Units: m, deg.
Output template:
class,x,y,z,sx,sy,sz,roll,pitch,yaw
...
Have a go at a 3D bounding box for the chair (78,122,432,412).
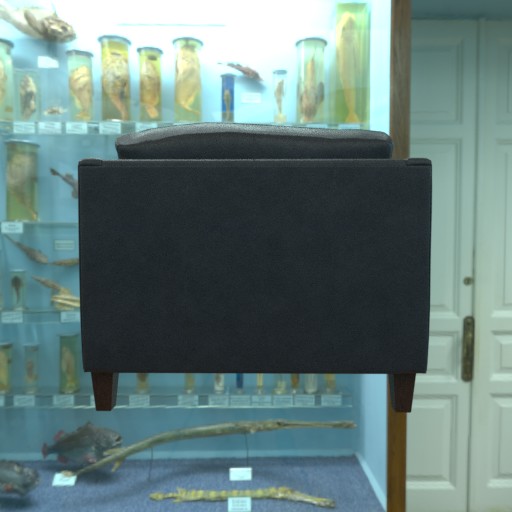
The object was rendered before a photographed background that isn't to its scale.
class,x,y,z,sx,sy,sz,roll,pitch,yaw
chair,0.000,0.000,1.571,0.939,0.811,0.862,0,2,1
